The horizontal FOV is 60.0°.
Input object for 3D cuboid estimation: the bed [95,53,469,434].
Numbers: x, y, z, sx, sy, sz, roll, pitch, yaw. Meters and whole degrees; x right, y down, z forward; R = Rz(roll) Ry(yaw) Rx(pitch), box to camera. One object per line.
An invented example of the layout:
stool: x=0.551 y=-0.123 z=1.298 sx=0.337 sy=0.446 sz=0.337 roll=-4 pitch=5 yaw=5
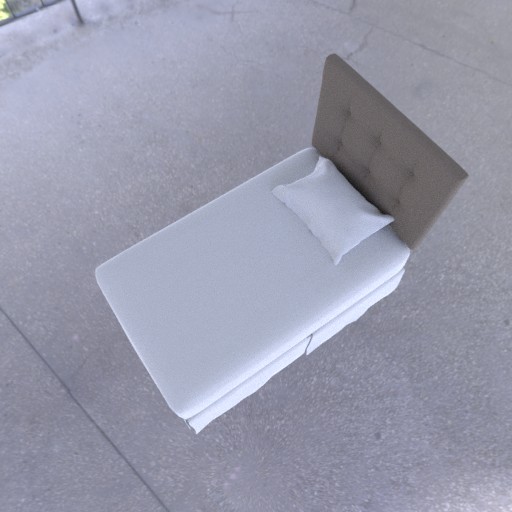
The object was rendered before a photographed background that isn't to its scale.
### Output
bed: x=0.000 y=0.000 z=2.988 sx=1.997 sy=1.571 sz=1.261 roll=-32 pitch=68 yaw=-14
